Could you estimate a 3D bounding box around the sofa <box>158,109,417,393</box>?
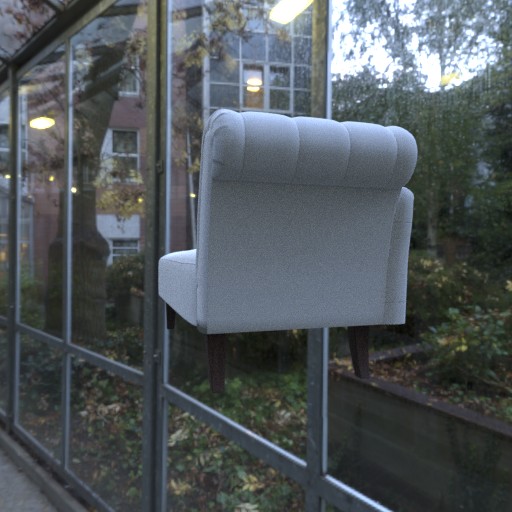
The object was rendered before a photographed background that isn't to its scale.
[{"bbox_3d":[0.000,0.000,1.834,0.675,0.787,1.379,0,0,-18],"label":"sofa"}]
